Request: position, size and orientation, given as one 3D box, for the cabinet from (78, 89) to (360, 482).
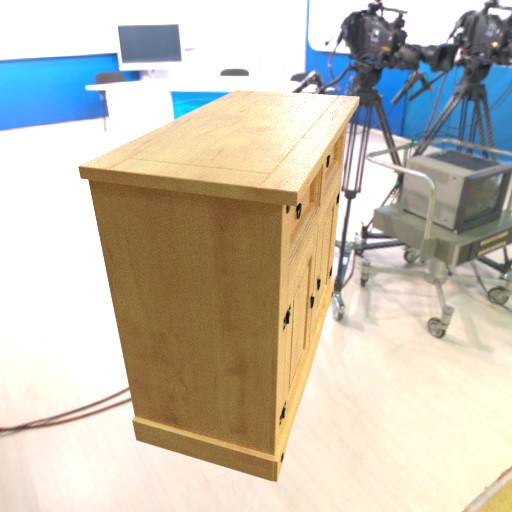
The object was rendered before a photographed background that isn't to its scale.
[{"bbox_3d":[0.000,0.000,1.414,0.450,0.840,0.920,9,31,16],"label":"cabinet"}]
